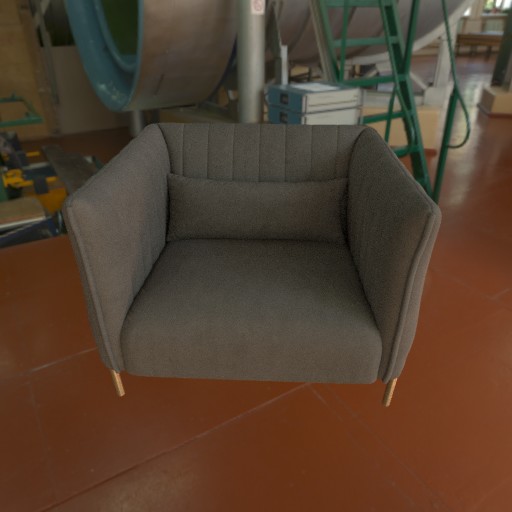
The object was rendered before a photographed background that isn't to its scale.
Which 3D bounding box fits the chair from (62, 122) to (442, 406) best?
[{"bbox_3d":[0.000,0.000,1.603,0.981,0.779,0.873,1,29,2],"label":"chair"}]
